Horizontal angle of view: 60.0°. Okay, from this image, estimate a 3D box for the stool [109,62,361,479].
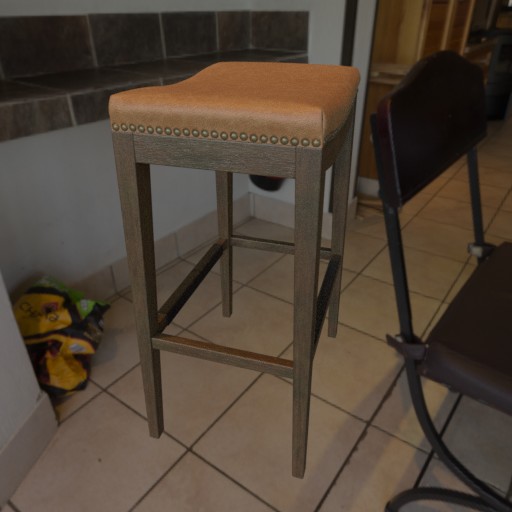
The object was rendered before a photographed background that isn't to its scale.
[{"bbox_3d":[0.000,0.000,0.999,0.361,0.759,0.500,9,31,15],"label":"stool"}]
